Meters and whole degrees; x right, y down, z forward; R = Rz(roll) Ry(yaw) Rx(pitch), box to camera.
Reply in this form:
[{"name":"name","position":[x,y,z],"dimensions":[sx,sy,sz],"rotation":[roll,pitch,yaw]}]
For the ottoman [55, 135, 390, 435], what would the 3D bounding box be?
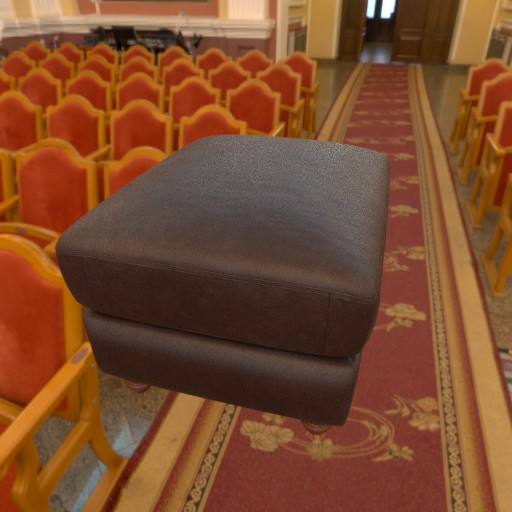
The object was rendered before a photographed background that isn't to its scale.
[{"name":"ottoman","position":[0.000,0.000,1.247],"dimensions":[0.670,0.569,0.806],"rotation":[8,31,14]}]
